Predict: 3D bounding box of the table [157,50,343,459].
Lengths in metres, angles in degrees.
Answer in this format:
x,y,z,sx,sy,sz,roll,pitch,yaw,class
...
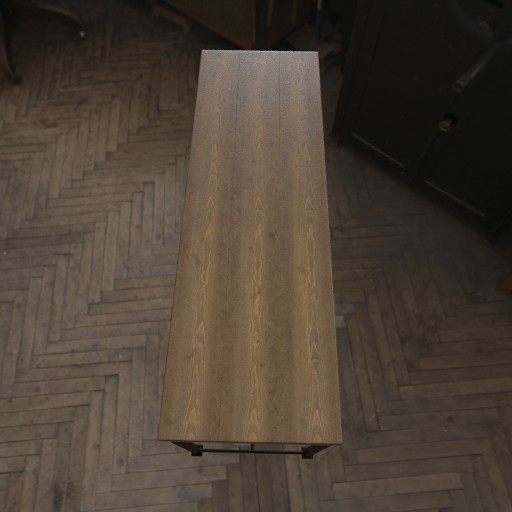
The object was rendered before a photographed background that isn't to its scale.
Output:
x,y,z,sx,sy,sz,roll,pitch,yaw,class
0.000,0.000,2.089,0.551,0.902,1.700,1,63,1,table
